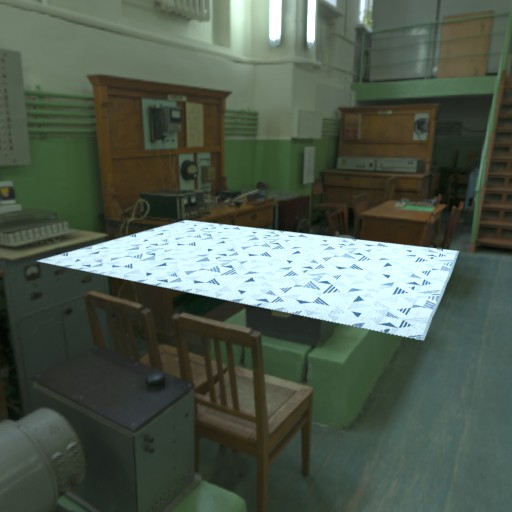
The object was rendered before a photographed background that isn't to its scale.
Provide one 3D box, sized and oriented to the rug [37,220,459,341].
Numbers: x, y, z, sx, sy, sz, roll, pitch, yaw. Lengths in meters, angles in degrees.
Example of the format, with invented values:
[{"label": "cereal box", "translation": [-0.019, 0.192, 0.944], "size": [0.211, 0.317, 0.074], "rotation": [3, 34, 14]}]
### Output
[{"label": "rug", "translation": [0.000, 0.000, 2.287], "size": [1.835, 0.003, 1.206], "rotation": [8, 18, 27]}]
